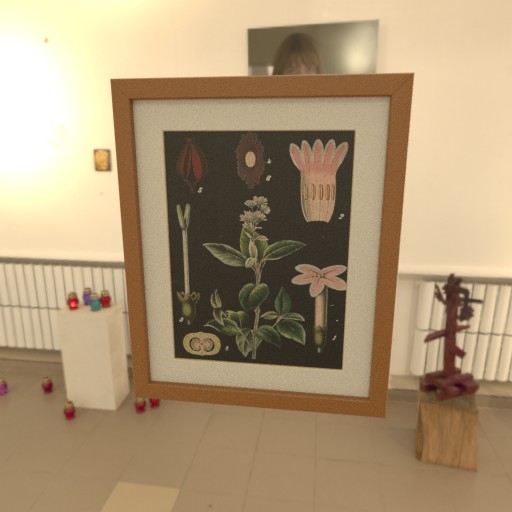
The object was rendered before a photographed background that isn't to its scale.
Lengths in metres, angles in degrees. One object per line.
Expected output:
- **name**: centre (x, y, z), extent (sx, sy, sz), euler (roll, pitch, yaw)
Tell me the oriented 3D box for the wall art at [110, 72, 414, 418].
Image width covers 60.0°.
- **wall art**: centre (0.000, 0.000, 0.500), extent (0.310, 0.379, 0.015), euler (2, 15, 8)
